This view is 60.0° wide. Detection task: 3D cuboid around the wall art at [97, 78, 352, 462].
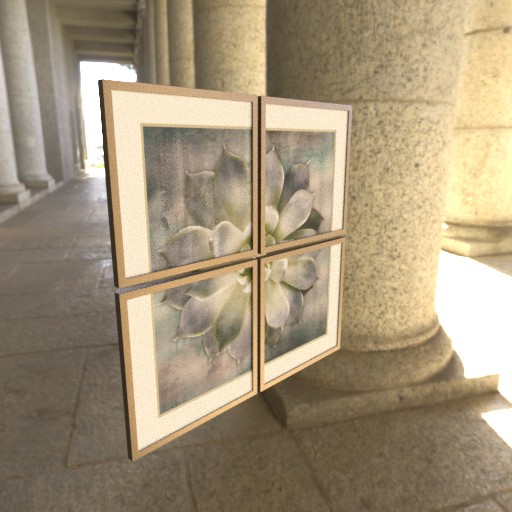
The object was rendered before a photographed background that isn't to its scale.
[{"bbox_3d":[0.000,0.000,1.510,1.032,1.032,0.030,-14,20,-43],"label":"wall art"}]
